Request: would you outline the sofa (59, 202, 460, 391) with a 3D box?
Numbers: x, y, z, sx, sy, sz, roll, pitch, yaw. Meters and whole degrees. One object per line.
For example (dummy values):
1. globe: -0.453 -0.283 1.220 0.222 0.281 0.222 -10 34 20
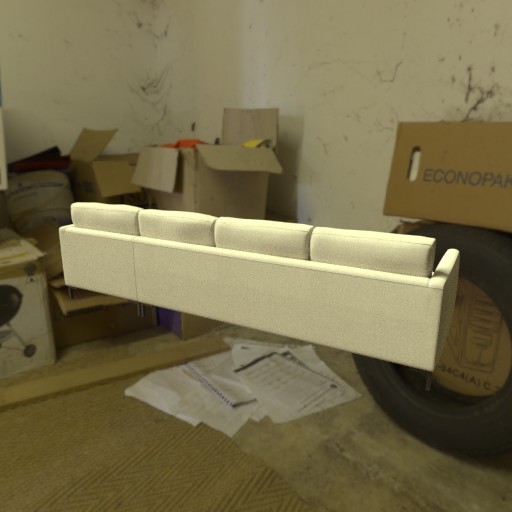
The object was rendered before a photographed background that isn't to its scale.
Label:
1. sofa: 0.000 0.000 2.899 2.445 0.677 1.126 8 17 28
